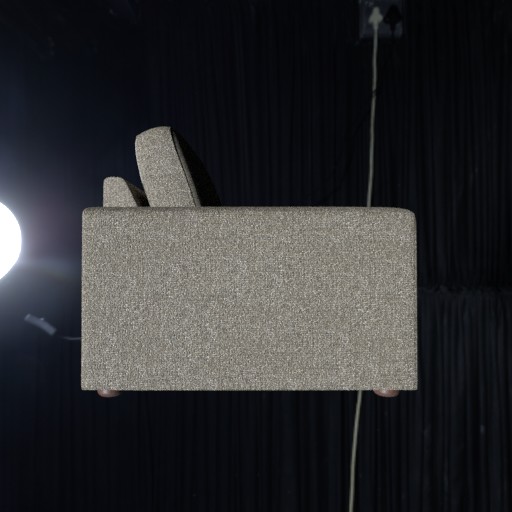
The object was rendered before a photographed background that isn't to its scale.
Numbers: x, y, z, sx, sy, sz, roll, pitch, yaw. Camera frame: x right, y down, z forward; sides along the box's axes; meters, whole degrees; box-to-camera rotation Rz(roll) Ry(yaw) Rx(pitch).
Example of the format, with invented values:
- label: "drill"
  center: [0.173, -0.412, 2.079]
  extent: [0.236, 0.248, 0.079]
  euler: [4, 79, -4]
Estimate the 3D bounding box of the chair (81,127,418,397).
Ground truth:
- label: "chair"
  center: [0.000, 0.000, 1.779]
  extent: [1.016, 0.873, 1.005]
  euler: [0, -1, 0]
